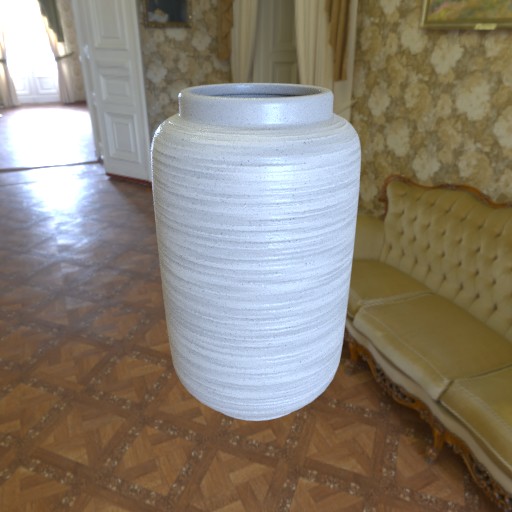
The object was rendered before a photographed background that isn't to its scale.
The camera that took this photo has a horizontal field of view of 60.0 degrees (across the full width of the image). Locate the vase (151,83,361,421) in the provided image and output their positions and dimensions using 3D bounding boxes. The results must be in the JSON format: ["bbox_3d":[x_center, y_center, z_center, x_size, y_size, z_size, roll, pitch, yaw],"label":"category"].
[{"bbox_3d":[0.000,0.000,0.475,0.202,0.335,0.202,0,26,0],"label":"vase"}]
